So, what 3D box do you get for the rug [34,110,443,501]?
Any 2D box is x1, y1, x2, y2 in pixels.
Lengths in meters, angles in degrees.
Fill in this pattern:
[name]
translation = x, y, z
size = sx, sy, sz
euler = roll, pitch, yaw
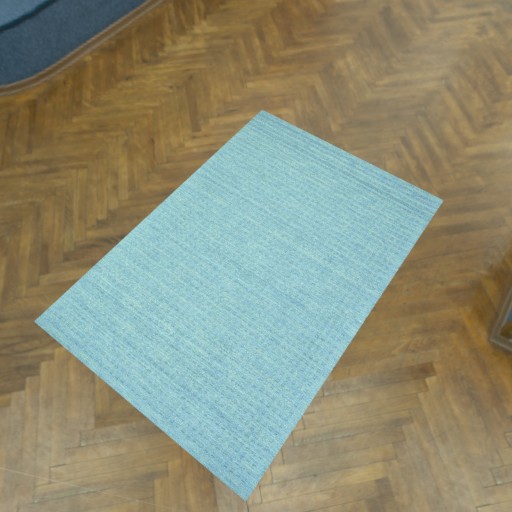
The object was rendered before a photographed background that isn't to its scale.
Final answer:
[rug]
translation = 0.000, 0.000, 3.616
size = 1.982, 0.006, 2.895
euler = 32, 64, 18
